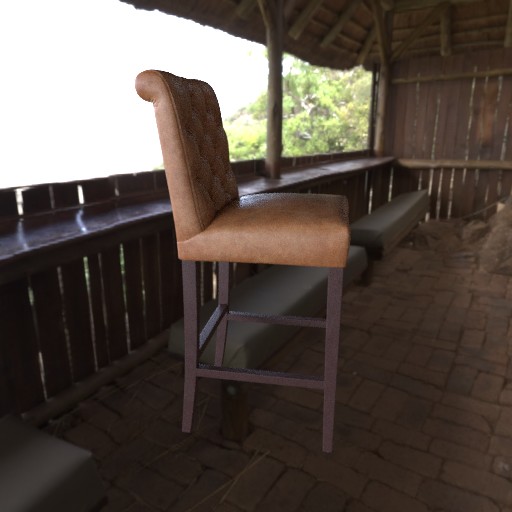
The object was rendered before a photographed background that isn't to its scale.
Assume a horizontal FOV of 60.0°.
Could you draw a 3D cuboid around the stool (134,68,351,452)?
[{"bbox_3d":[0.000,0.000,1.492,0.601,1.140,0.493,3,18,10],"label":"stool"}]
